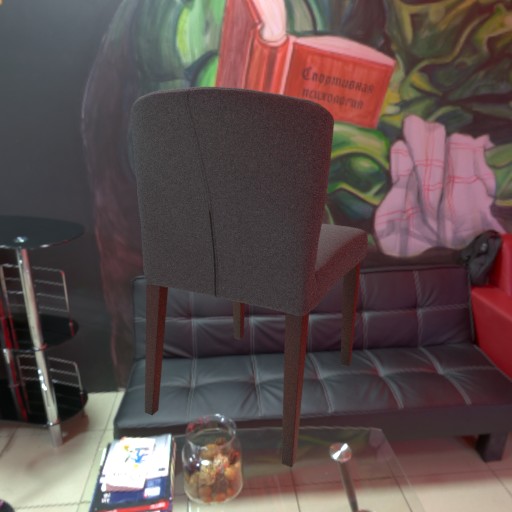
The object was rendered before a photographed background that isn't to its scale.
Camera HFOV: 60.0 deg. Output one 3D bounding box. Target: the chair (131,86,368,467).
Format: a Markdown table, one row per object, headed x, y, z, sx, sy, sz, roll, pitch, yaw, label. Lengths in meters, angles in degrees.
| x | y | z | sx | sy | sz | roll | pitch | yaw | label |
| --- | --- | --- | --- | --- | --- | --- | --- | --- | --- |
| 0.000 | 0.000 | 1.215 | 0.491 | 0.839 | 0.592 | 9 | 20 | 26 | chair |
